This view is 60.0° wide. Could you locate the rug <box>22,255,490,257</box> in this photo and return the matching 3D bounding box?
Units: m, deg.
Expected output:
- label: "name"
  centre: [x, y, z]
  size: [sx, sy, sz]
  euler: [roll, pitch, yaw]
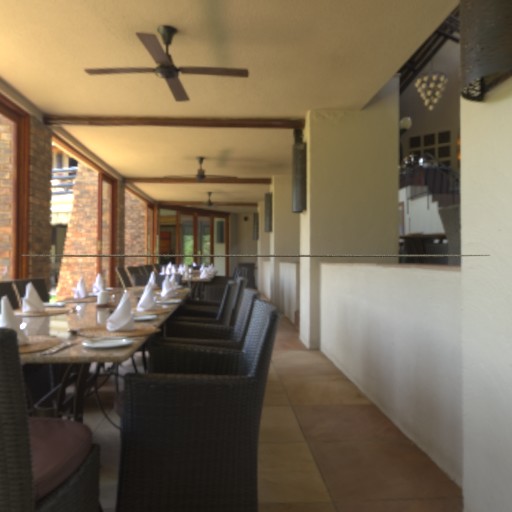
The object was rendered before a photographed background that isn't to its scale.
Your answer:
- label: "rug"
  centre: [0.000, 0.000, 2.646]
  size: [2.437, 0.005, 0.688]
  euler: [0, -1, 0]
